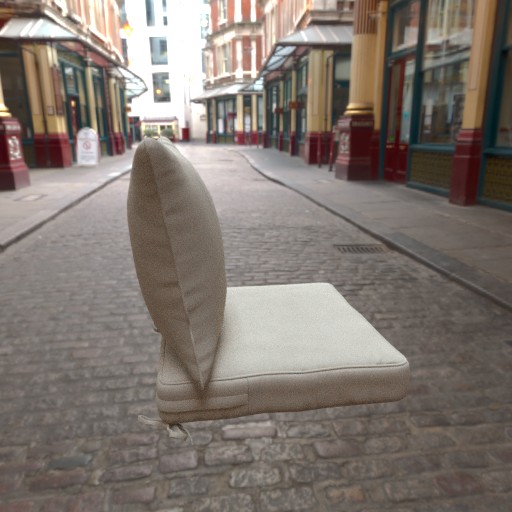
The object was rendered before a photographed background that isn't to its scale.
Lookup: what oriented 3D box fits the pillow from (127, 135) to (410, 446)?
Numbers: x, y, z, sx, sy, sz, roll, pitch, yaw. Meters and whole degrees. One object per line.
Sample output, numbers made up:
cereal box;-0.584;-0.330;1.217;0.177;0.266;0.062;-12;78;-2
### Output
pillow;0.000;0.000;1.363;0.733;0.716;0.798;-2;15;-9
